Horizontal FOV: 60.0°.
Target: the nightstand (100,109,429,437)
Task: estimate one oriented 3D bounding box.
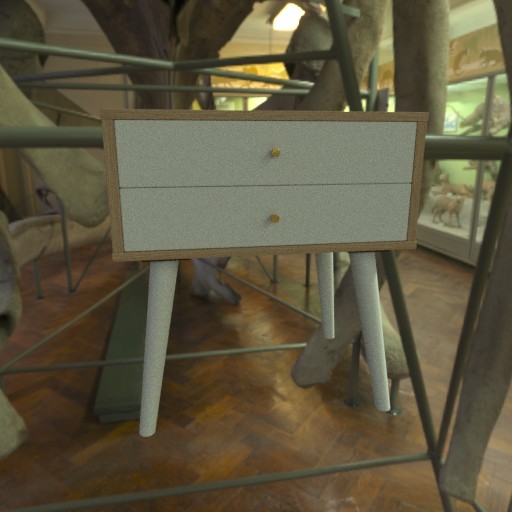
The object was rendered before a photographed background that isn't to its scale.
[{"bbox_3d":[0.000,0.000,1.012,0.571,0.610,0.407,-2,15,-9],"label":"nightstand"}]
